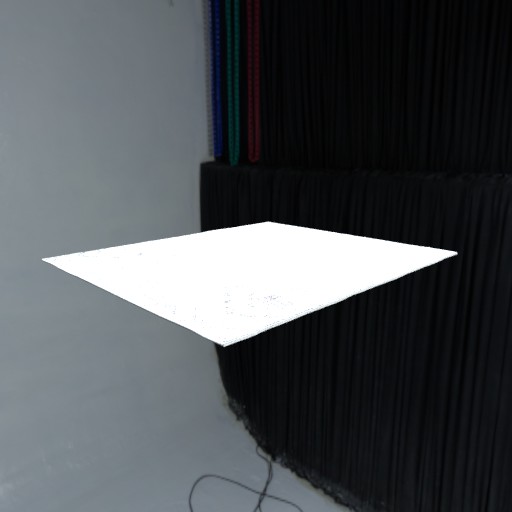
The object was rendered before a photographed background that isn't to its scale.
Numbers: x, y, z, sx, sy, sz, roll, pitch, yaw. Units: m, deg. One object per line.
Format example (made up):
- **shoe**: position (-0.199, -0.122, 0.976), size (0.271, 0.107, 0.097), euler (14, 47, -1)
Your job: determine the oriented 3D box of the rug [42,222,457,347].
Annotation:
- **rug**: position (0.000, 0.000, 0.893), size (0.639, 0.006, 0.548), euler (-13, 19, -43)
